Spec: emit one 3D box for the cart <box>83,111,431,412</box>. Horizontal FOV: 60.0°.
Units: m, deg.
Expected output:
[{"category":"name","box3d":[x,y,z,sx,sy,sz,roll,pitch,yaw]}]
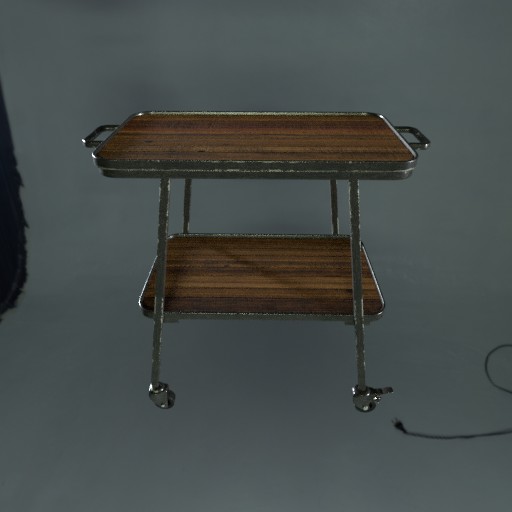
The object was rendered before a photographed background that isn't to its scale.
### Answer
[{"category":"cart","box3d":[0.000,0.000,1.250,0.806,0.700,0.515,1,32,1]}]
